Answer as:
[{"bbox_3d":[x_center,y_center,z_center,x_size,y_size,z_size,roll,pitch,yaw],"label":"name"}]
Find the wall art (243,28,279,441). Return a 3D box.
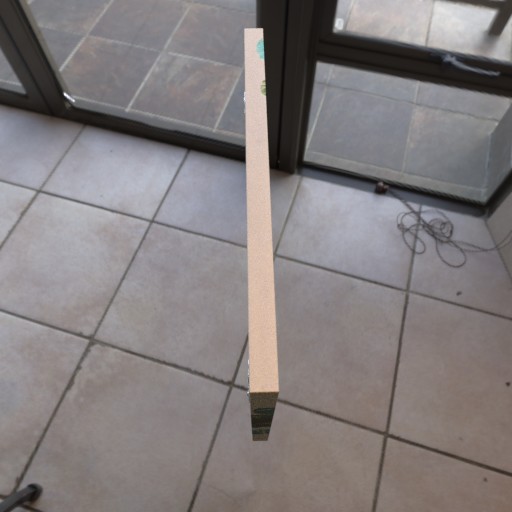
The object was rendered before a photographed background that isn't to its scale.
[{"bbox_3d":[0.000,0.000,0.992,0.043,0.610,0.711,-1,62,-1],"label":"wall art"}]
